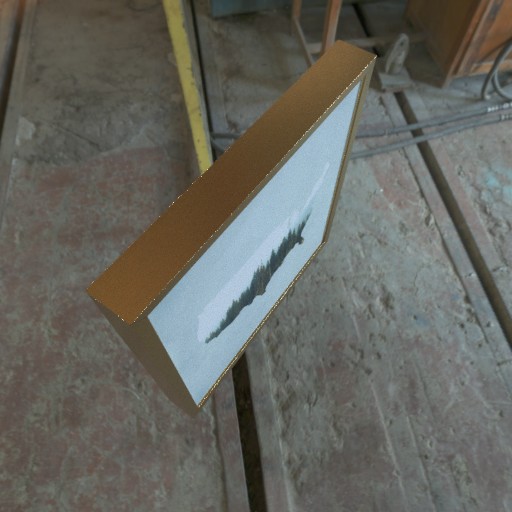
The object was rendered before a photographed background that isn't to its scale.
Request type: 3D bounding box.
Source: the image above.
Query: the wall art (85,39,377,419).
[{"bbox_3d":[0.000,0.000,0.458,0.038,0.304,0.304,32,65,17],"label":"wall art"}]
